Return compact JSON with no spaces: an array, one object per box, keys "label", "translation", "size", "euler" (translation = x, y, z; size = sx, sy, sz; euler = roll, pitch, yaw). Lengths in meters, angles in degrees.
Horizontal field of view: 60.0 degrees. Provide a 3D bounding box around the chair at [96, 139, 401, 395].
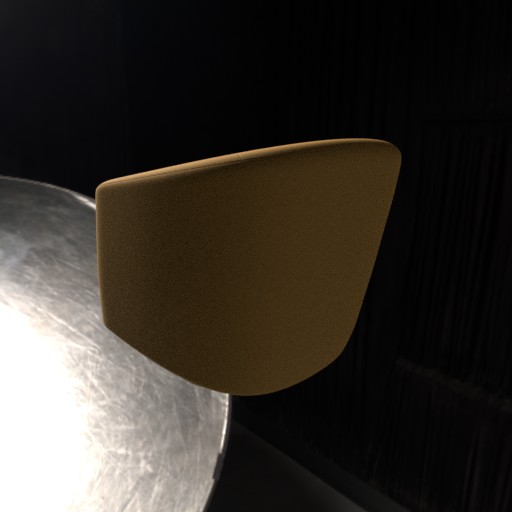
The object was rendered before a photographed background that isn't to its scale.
[{"label":"chair","translation":[0.000,0.000,1.362],"size":[0.773,0.698,0.767],"euler":[-14,21,-43]}]
